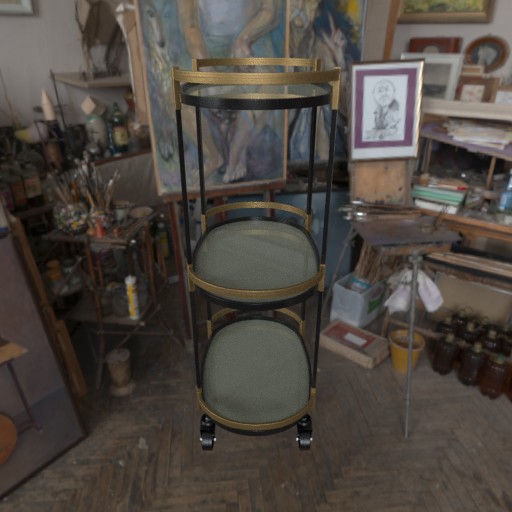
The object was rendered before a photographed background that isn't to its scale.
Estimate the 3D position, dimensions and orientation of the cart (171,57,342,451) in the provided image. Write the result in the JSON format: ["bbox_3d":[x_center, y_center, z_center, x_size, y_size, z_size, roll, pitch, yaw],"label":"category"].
[{"bbox_3d":[0.000,0.000,1.103,0.311,0.885,0.515,0,26,0],"label":"cart"}]
